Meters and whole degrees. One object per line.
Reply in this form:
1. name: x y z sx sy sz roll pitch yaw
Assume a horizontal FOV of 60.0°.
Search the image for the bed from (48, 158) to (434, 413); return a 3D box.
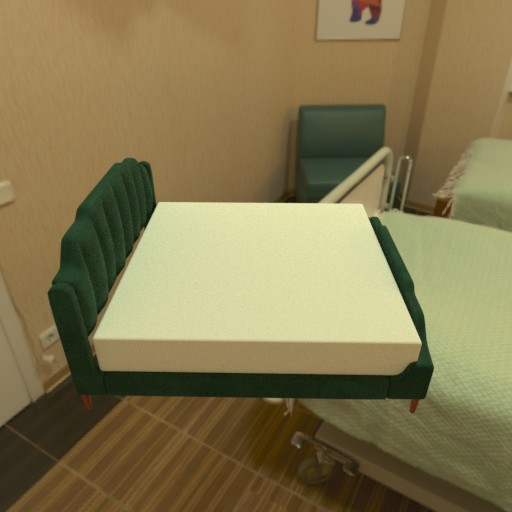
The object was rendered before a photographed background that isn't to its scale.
1. bed: 0.000 0.000 3.558 2.340 1.245 2.074 1 32 1
